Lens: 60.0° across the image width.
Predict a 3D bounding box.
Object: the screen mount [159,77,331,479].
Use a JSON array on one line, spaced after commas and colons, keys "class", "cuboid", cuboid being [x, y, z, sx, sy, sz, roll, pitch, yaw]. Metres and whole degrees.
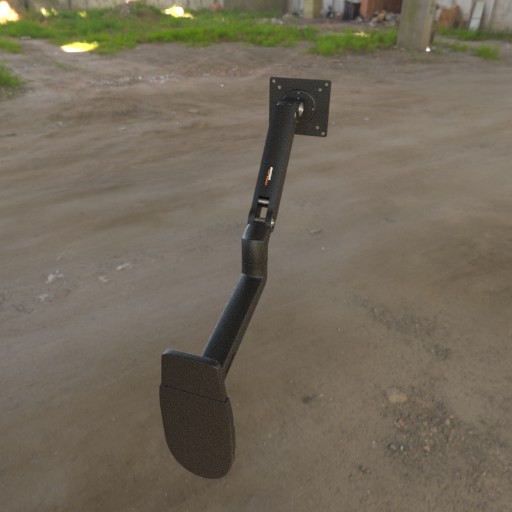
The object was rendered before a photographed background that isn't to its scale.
[{"class": "screen mount", "cuboid": [0.000, 0.000, 0.723, 0.115, 0.466, 0.495, 10, 33, 16]}]
